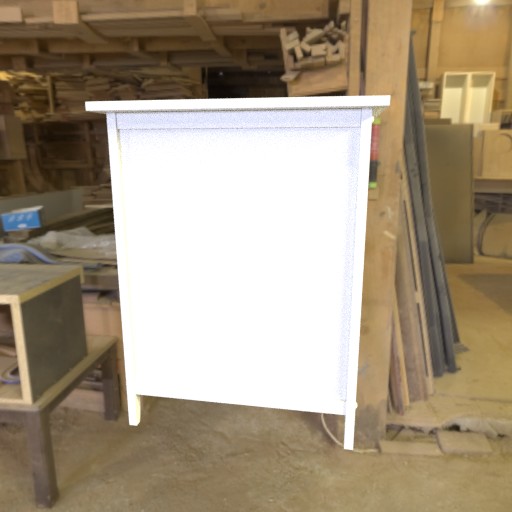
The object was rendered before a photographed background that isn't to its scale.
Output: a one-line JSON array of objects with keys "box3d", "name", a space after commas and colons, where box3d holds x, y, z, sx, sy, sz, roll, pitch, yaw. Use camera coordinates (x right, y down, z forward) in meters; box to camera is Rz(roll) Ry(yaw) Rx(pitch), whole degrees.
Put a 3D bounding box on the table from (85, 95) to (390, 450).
[{"box3d": [0.000, 0.000, 0.777, 0.381, 0.483, 0.381, 2, 13, 10], "name": "table"}]
